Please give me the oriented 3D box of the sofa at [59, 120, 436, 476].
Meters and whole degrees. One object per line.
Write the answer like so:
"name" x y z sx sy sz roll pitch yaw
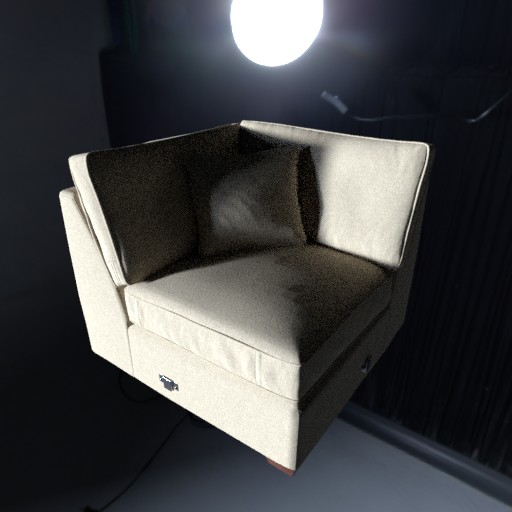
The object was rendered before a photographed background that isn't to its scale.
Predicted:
"sofa" 0.000 0.000 1.913 1.146 1.002 1.084 17 31 31
